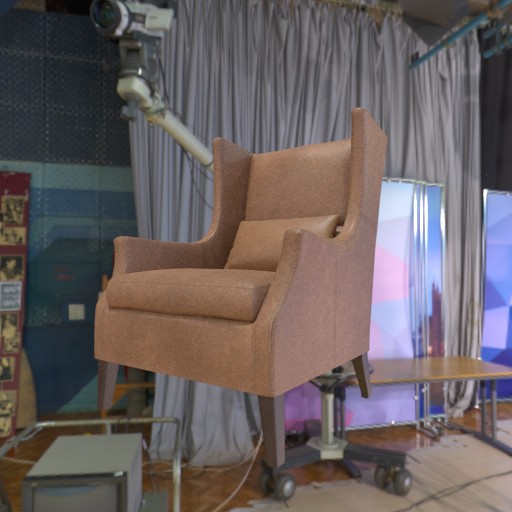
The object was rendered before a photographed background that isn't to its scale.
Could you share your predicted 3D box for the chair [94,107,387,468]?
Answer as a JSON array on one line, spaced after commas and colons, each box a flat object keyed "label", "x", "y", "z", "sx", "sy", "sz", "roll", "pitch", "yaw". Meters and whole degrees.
[{"label": "chair", "x": 0.000, "y": 0.000, "z": 1.692, "sx": 0.815, "sy": 1.088, "sz": 0.913, "roll": 0, "pitch": 0, "yaw": 36}]
